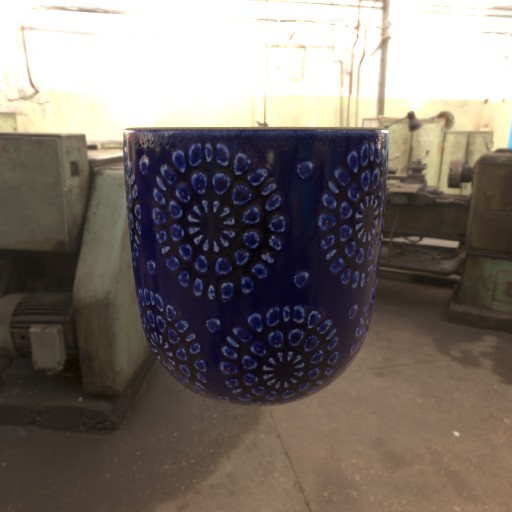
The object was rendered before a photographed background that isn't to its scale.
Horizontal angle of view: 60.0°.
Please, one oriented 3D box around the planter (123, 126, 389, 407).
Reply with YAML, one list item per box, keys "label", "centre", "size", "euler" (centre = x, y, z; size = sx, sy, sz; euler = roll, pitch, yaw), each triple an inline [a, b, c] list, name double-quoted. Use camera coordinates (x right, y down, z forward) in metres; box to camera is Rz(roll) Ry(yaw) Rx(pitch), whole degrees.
- label: "planter"
  centre: [0.000, 0.000, 0.201]
  size: [0.109, 0.112, 0.109]
  euler: [0, 16, 0]
